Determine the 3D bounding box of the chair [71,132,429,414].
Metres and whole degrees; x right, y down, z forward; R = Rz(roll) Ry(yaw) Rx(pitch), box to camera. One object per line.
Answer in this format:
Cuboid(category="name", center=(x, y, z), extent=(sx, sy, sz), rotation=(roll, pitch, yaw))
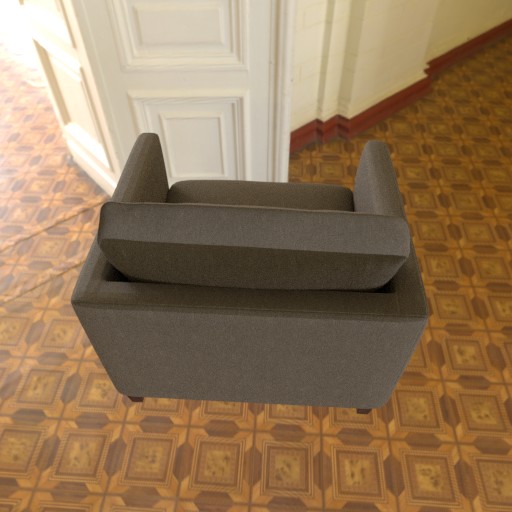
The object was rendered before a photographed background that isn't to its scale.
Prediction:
Cuboid(category="chair", center=(0.000, 0.000, 1.817), extent=(1.107, 0.963, 0.959), rotation=(2, 48, 2))
